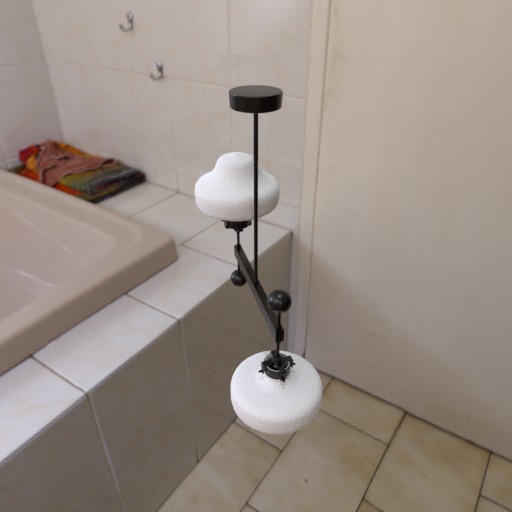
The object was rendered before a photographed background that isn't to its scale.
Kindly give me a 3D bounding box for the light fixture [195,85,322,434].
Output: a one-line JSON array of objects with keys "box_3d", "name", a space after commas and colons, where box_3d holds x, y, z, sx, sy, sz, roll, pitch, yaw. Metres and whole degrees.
[{"box_3d": [0.000, 0.000, 1.040, 0.489, 0.743, 0.422, 22, 38, 30], "name": "light fixture"}]
